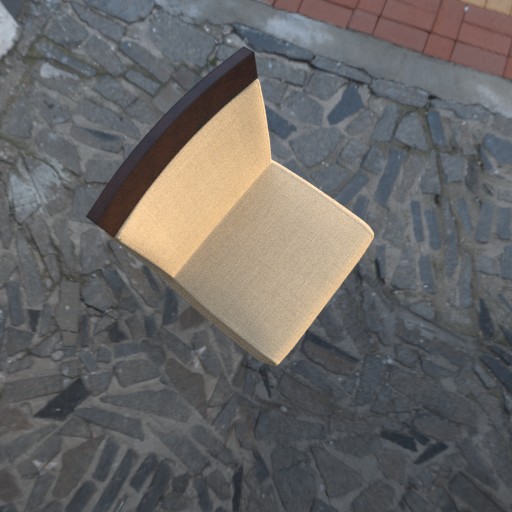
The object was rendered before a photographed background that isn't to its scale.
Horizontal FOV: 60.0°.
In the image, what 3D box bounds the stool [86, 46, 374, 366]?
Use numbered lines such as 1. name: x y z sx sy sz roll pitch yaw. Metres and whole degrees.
1. stool: 0.000 0.000 1.437 0.531 1.117 0.511 37 79 8
